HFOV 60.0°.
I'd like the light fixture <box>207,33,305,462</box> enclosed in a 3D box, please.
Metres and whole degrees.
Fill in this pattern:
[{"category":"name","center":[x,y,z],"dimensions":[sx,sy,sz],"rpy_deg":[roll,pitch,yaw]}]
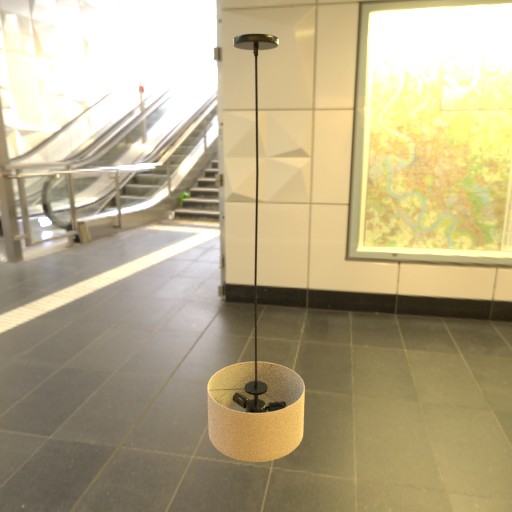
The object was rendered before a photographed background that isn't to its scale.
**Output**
[{"category":"light fixture","center":[0.000,0.000,1.688],"dimensions":[0.399,1.516,0.399],"rpy_deg":[0,14,0]}]
